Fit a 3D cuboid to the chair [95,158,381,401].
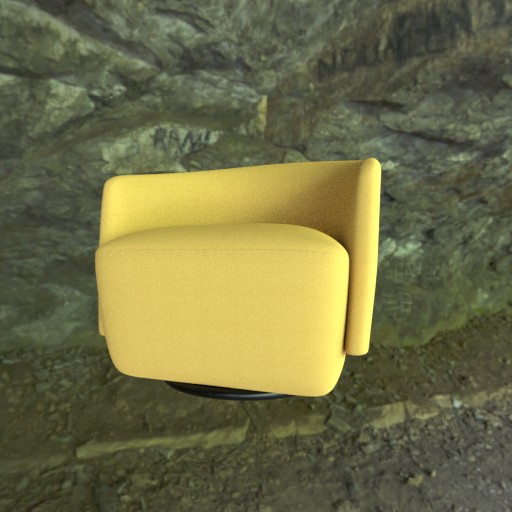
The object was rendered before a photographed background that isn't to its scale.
[{"bbox_3d":[0.000,0.000,1.381,0.773,0.698,0.767,0,1,20],"label":"chair"}]
